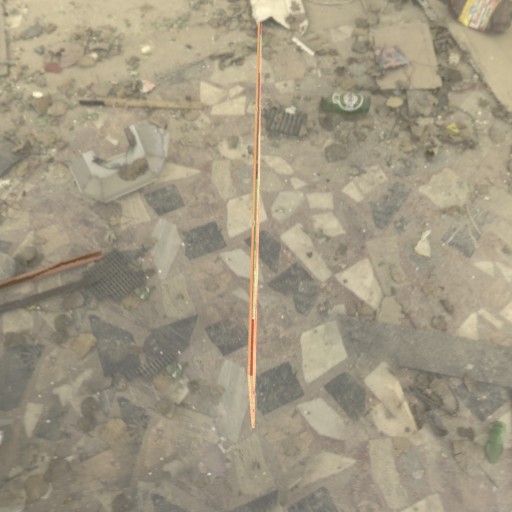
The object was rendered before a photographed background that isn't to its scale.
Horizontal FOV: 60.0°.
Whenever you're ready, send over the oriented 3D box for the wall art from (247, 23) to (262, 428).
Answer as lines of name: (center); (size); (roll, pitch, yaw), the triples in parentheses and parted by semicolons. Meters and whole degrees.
wall art: (0.000, 0.000, 1.826); (0.013, 1.220, 1.216); (1, 64, 1)
